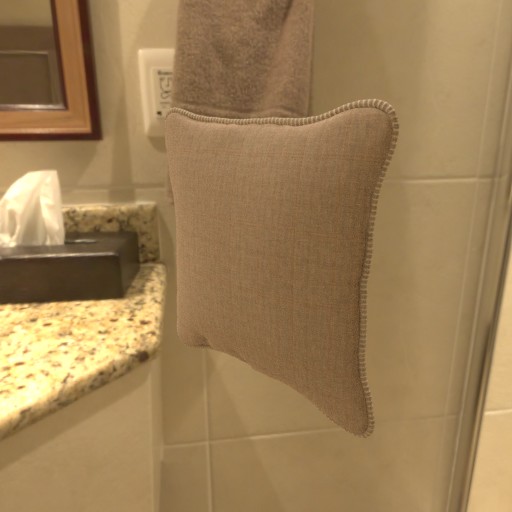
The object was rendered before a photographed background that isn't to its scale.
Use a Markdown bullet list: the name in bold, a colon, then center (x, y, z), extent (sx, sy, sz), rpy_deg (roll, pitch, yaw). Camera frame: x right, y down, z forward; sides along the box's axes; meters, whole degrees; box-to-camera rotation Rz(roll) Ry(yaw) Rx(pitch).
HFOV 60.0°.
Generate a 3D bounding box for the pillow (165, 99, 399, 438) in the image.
- **pillow**: center (0.000, 0.000, 0.760), extent (0.485, 0.494, 0.124), rpy_deg (15, 22, 42)
